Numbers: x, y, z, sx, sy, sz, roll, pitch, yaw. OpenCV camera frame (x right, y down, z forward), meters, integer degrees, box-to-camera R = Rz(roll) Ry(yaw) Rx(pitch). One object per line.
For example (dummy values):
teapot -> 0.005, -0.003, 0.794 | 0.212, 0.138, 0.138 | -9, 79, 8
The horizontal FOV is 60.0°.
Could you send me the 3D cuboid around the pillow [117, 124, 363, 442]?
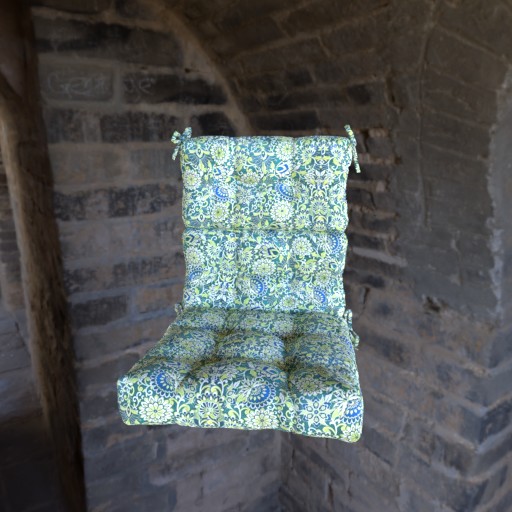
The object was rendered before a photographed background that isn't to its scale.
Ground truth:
pillow -> 0.000, 0.000, 1.037 | 0.519, 0.605, 0.571 | 2, 14, 8
